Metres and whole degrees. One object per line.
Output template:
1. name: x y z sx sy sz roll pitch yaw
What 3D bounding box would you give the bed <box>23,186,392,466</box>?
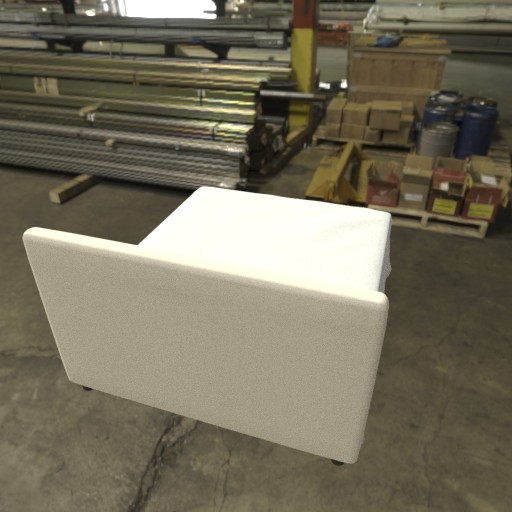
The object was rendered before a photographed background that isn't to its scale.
1. bed: 0.000 0.000 3.500 2.119 1.317 2.341 10 34 15
